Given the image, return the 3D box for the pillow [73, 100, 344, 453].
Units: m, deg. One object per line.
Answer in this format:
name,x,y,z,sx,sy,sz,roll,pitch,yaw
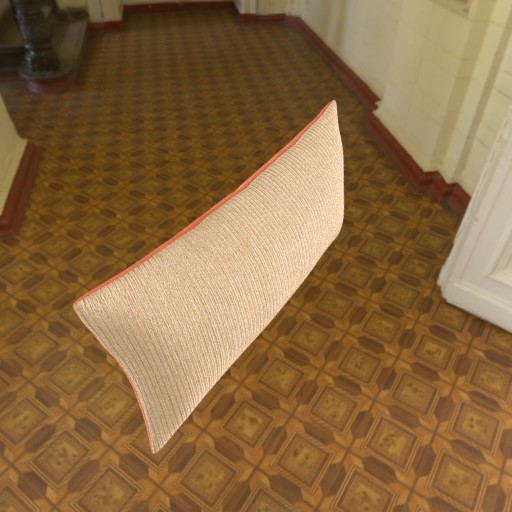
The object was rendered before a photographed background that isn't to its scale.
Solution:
pillow,0.000,0.000,0.738,0.155,0.307,0.608,25,48,24
